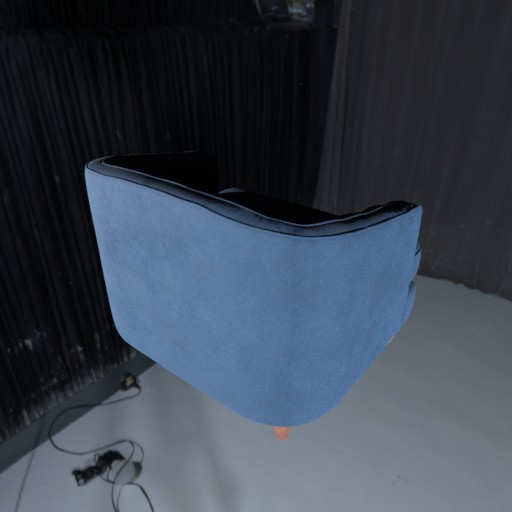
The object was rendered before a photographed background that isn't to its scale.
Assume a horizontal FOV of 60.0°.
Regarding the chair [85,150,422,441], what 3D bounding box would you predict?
[{"bbox_3d":[0.000,0.000,1.776,1.094,0.852,0.940,21,36,32],"label":"chair"}]
